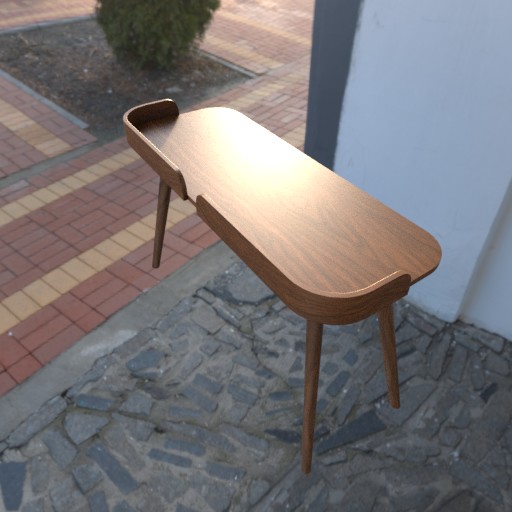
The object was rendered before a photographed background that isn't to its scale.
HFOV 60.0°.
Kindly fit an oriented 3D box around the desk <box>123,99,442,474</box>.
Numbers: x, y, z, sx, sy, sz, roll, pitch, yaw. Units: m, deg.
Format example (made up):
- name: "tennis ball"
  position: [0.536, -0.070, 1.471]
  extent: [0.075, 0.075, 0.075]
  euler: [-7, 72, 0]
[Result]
- name: "desk"
  position: [0.000, 0.000, 1.669]
  extent: [0.486, 0.800, 1.256]
  euler: [-23, 46, -25]
